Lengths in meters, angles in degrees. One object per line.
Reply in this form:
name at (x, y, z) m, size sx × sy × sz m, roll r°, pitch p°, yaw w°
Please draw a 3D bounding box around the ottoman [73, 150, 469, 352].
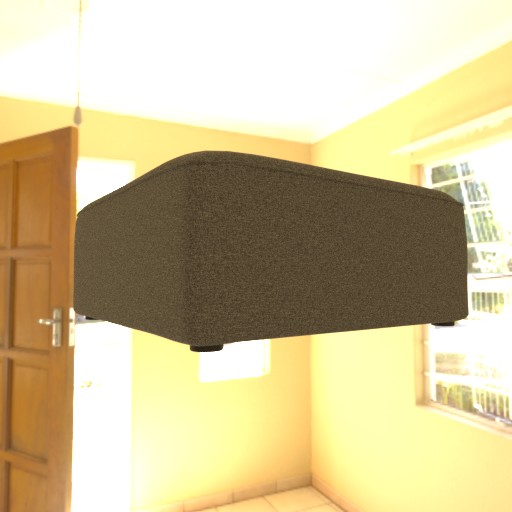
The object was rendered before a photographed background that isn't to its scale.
ottoman at (0.000, 0.000, 1.564) m, size 1.015 × 0.464 × 1.005 m, roll 2°, pitch -3°, yaw -35°
